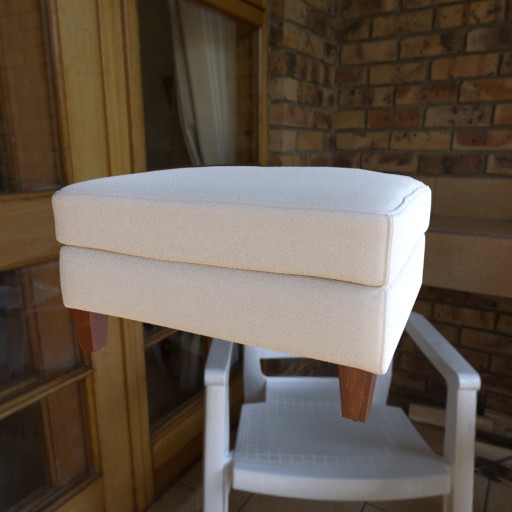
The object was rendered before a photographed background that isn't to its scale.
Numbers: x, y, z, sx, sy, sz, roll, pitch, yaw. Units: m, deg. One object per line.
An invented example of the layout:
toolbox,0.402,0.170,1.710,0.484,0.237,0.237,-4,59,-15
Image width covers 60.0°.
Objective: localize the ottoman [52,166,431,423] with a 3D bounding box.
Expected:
ottoman,0.000,0.000,1.197,0.818,0.479,0.634,7,15,25
